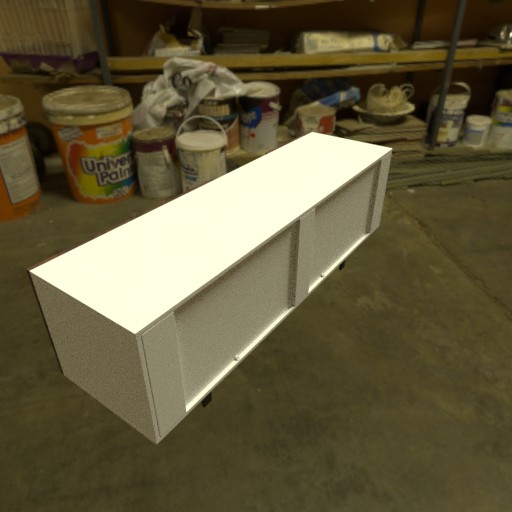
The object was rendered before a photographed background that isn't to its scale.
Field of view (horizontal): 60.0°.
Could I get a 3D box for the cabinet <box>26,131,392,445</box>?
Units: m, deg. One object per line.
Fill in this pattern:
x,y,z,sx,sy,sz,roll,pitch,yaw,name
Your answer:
0.000,0.000,1.731,0.431,0.533,1.499,21,38,30,cabinet
